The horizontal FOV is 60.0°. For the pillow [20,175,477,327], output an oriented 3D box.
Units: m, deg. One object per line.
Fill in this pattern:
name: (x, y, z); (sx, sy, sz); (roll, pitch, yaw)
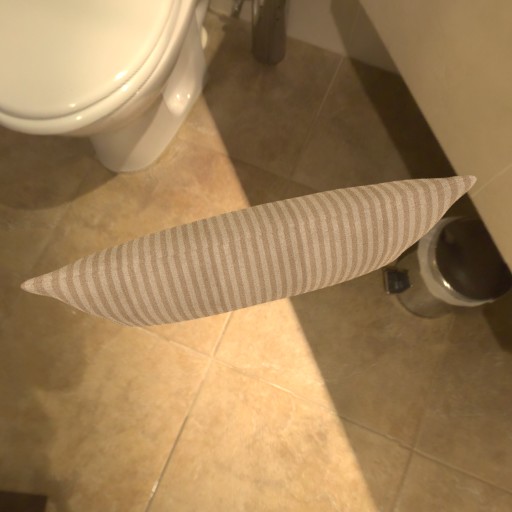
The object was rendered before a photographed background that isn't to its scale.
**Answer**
pillow: (0.000, 0.000, 0.720); (0.617, 0.295, 0.151); (-14, 76, -3)
